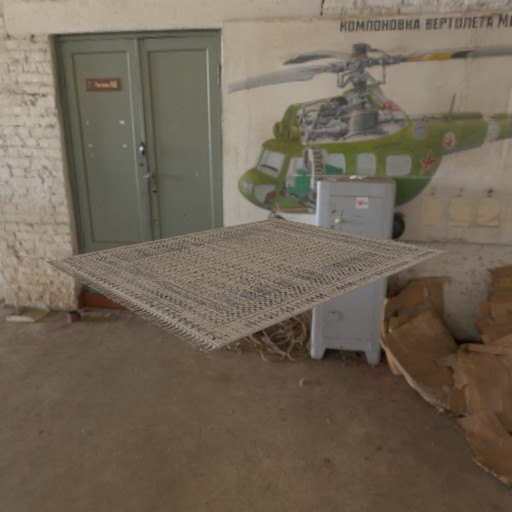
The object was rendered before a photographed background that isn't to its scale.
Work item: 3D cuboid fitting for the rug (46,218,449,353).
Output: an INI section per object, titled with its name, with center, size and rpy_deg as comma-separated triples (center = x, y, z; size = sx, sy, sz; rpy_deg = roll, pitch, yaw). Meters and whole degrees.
[rug]
center = 0.000, 0.000, 4.062
size = 2.940, 0.013, 2.312
rpy_deg = -15, 21, -42
